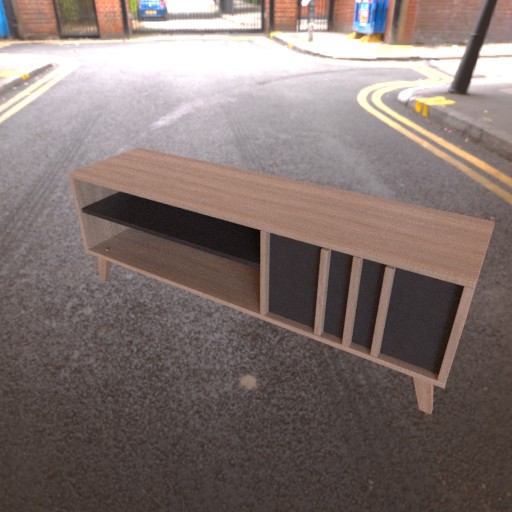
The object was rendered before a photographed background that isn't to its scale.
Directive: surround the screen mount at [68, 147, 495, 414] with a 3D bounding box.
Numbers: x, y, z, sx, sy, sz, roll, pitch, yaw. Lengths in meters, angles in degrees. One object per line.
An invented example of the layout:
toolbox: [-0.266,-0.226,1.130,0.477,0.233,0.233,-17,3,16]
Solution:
screen mount: [0.000,0.000,1.694,1.500,0.509,0.401,17,35,27]
